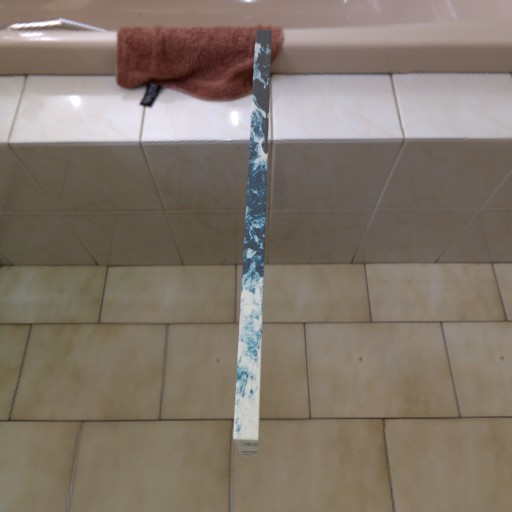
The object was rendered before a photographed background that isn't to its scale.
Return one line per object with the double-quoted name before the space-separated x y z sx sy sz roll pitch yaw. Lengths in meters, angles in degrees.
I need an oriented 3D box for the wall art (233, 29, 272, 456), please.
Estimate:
"wall art" 0.000 0.000 1.134 0.042 0.610 0.915 2 64 1
